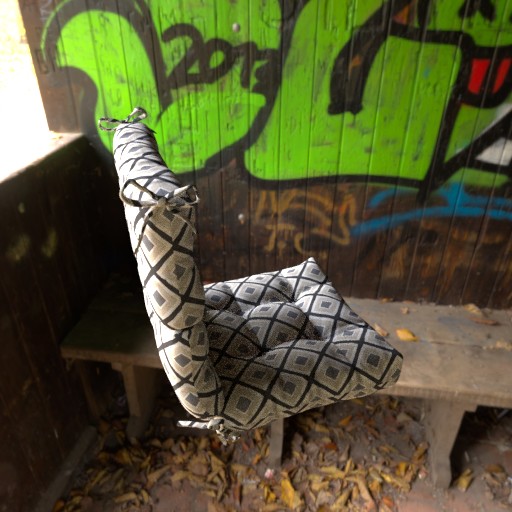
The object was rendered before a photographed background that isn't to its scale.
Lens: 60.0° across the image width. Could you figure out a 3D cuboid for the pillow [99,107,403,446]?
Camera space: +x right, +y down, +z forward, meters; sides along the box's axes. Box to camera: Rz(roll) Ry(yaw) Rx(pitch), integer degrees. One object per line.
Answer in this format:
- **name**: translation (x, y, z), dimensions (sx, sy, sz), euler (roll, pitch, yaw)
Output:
- **pillow**: translation (0.000, 0.000, 1.011), dimensions (0.571, 0.605, 0.519), euler (-11, 32, -17)
